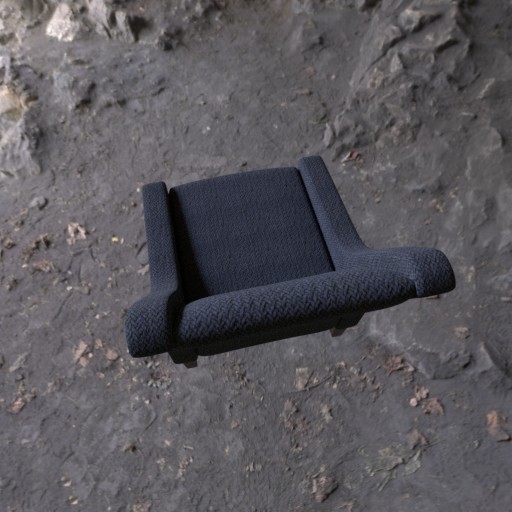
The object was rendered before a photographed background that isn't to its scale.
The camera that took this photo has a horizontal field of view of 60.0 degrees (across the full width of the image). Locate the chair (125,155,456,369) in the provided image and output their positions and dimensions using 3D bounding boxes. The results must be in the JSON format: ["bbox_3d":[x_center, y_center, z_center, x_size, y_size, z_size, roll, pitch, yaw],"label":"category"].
[{"bbox_3d":[0.000,0.000,1.656,0.793,1.012,0.944,-11,60,-6],"label":"chair"}]
